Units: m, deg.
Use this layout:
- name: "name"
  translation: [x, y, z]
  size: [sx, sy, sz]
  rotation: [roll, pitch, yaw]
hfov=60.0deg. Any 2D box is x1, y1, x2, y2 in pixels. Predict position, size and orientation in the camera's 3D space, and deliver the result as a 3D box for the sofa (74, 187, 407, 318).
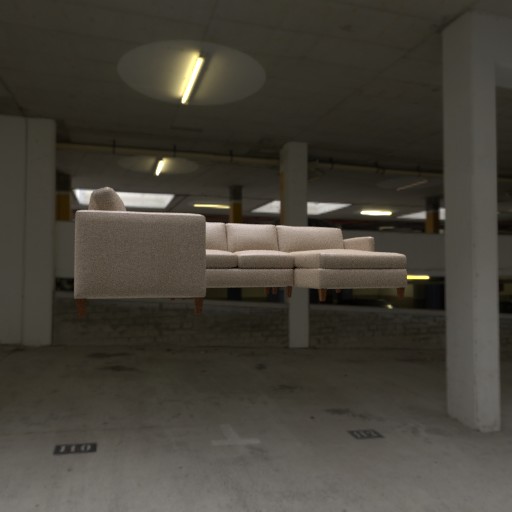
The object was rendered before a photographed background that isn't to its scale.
- name: "sofa"
  translation: [0.000, 0.000, 4.779]
  size: [3.460, 0.961, 2.594]
  rotation: [1, -2, -18]
